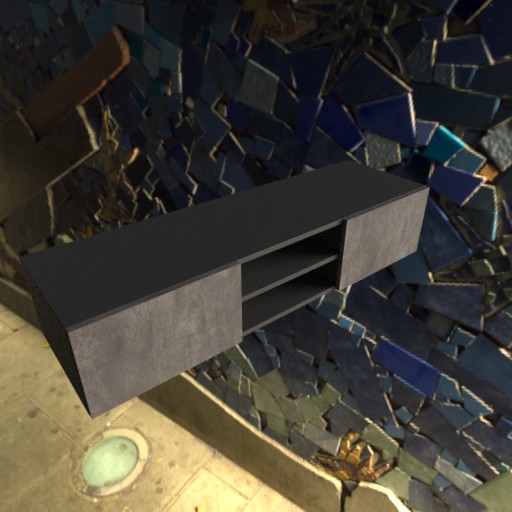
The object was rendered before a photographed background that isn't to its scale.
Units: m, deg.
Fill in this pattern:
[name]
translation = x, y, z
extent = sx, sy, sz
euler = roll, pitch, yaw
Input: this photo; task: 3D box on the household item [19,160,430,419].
[household item]
translation = 0.000, 0.000, 1.580
extent = 1.400, 0.310, 0.420
euler = -22, 37, -32
